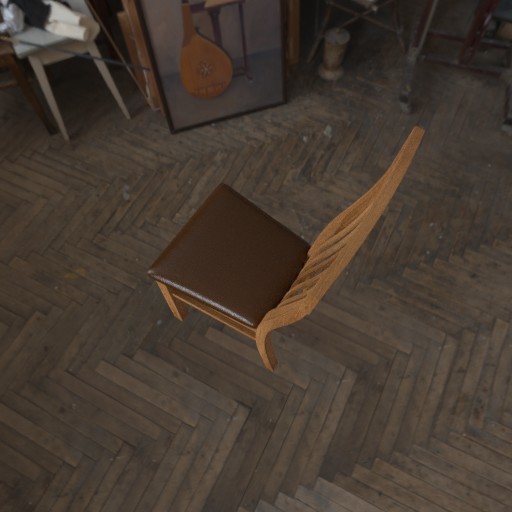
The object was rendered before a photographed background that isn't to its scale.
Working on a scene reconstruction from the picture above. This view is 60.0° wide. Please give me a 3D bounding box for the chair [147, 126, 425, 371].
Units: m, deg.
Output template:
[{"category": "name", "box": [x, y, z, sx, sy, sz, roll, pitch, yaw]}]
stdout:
[{"category": "chair", "box": [0.000, 0.000, 1.382, 0.580, 1.050, 0.450, 30, 68, 14]}]
